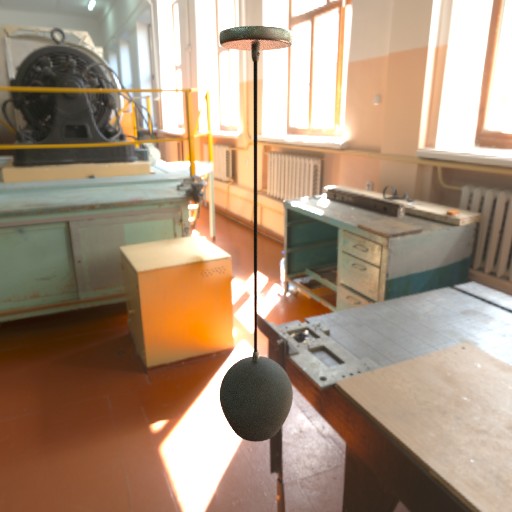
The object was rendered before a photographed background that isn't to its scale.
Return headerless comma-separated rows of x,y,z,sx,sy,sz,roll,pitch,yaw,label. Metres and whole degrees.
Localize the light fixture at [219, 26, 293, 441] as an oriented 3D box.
0.000,0.000,0.834,0.153,0.760,0.153,3,18,10,light fixture
